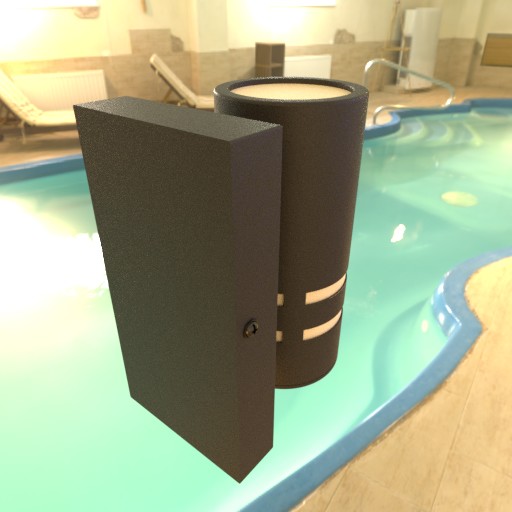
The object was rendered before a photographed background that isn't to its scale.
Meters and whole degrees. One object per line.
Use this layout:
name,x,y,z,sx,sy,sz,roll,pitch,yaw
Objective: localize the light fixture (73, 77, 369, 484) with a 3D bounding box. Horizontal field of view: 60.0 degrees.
light fixture,0.000,0.000,0.257,0.098,0.179,0.138,22,37,33
